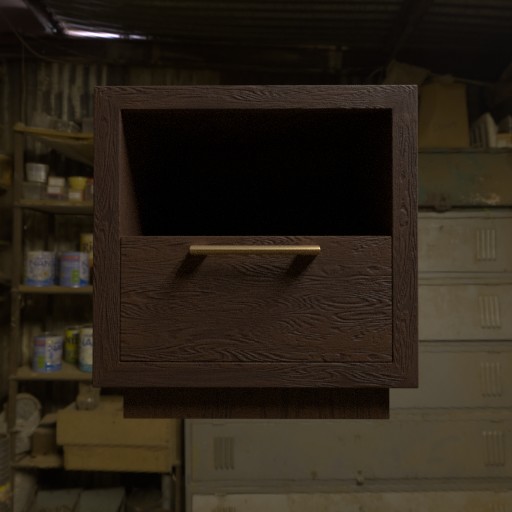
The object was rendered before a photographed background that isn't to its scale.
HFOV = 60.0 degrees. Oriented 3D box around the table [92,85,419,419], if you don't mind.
[{"bbox_3d":[0.000,0.000,0.949,0.560,0.585,0.439,0,-1,1],"label":"table"}]
